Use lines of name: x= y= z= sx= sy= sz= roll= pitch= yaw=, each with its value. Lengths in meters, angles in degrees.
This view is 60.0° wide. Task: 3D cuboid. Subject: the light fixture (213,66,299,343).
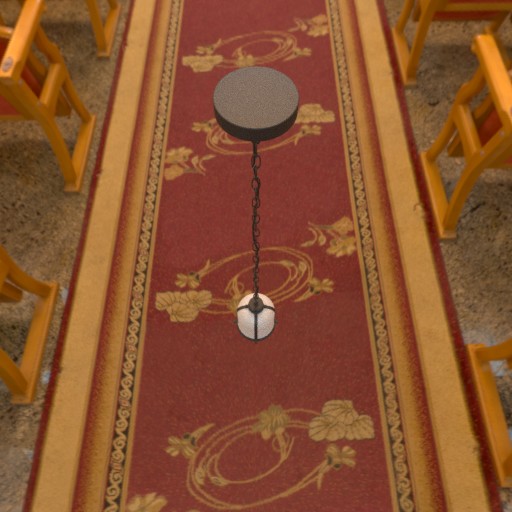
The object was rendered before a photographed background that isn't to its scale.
light fixture: x=0.000 y=0.000 z=1.270 sx=0.178 sy=1.181 sz=0.178 roll=0 pitch=63 yaw=0
